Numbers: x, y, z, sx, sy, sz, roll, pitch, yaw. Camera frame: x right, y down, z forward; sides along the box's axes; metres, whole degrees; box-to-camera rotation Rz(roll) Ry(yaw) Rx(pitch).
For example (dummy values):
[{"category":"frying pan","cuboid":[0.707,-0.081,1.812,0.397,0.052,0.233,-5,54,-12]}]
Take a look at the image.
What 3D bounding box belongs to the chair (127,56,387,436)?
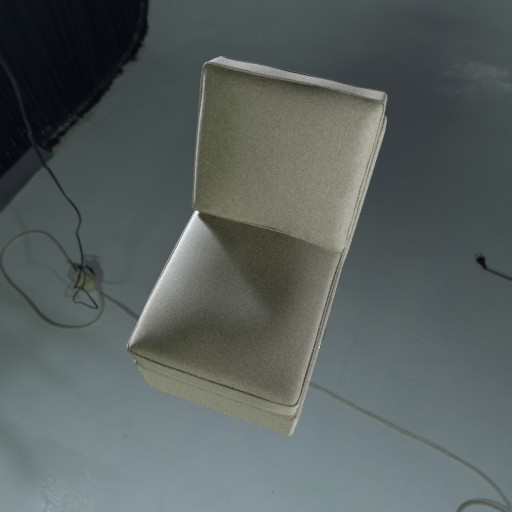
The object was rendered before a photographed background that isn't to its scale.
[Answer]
[{"category":"chair","cuboid":[0.000,0.000,1.699,0.674,1.058,1.020,16,59,10]}]
